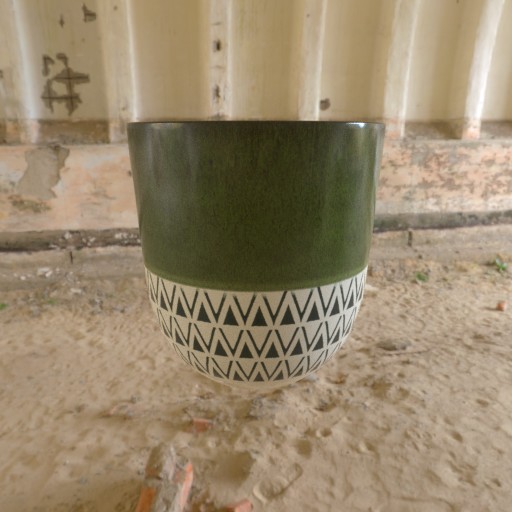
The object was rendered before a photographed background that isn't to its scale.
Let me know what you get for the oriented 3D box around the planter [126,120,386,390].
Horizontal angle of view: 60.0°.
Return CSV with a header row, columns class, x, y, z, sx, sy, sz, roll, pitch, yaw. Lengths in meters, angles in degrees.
class,x,y,z,sx,sy,sz,roll,pitch,yaw
planter,0.000,0.000,0.471,0.245,0.270,0.245,0,16,0
